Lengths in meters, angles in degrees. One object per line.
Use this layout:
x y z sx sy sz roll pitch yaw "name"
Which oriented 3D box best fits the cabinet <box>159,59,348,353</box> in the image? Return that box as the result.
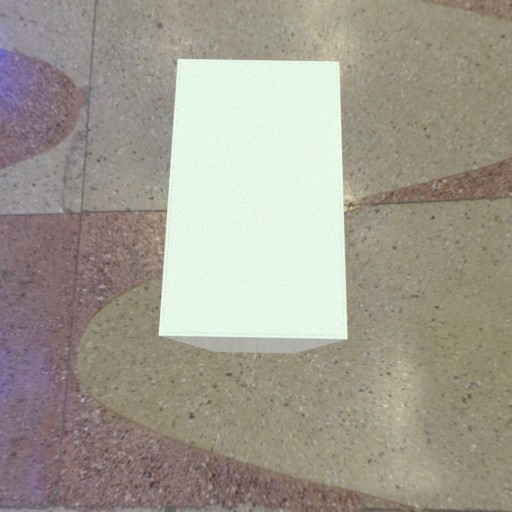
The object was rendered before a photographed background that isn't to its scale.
0.000 0.000 2.406 0.580 1.920 0.980 1 76 0 "cabinet"
